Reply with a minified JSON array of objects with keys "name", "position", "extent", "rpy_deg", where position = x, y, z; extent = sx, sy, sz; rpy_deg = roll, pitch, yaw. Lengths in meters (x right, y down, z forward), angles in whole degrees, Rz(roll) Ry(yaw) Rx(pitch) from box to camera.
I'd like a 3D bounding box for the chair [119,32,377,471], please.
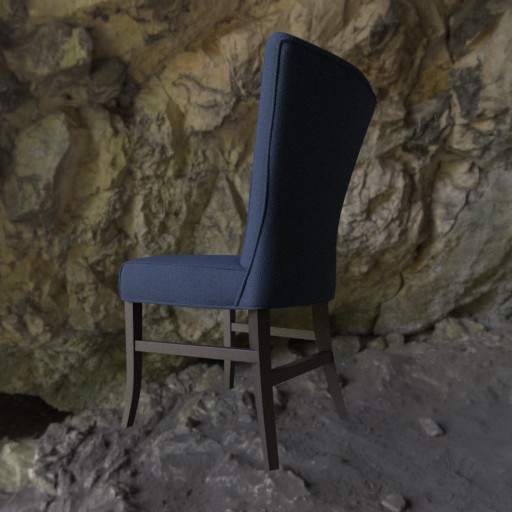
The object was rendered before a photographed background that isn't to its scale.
[{"name":"chair","position":[0.000,0.000,1.305],"extent":[0.660,0.991,0.520],"rpy_deg":[0,0,36]}]
